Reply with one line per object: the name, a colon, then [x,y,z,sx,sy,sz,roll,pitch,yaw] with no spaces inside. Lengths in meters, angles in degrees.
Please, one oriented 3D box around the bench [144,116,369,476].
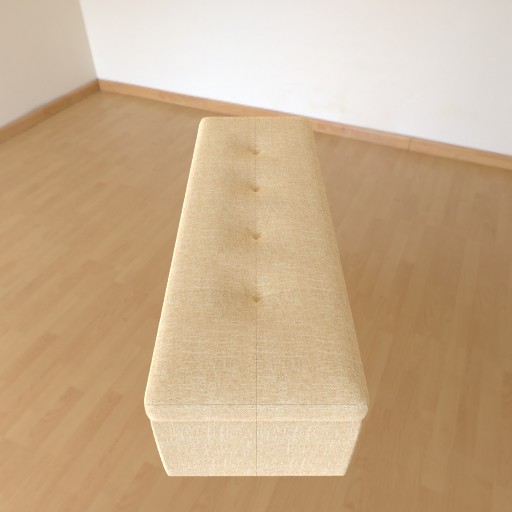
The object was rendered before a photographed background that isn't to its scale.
bench: [0.000,0.000,1.386,0.432,0.406,1.219,0,42,0]
